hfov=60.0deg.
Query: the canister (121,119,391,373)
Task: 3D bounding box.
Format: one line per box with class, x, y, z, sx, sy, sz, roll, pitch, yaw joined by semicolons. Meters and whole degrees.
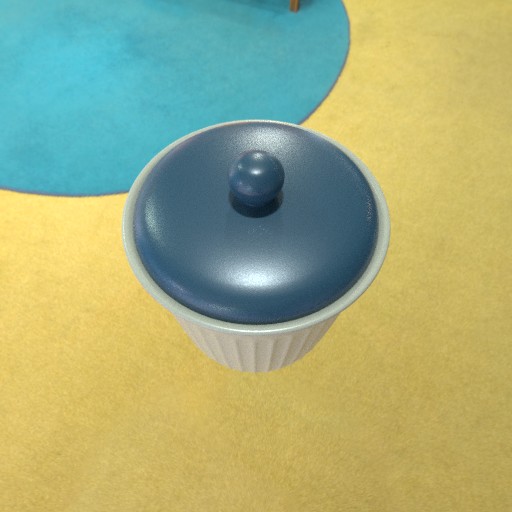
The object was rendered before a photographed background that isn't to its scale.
canister;0.000;0.000;0.351;0.181;0.211;0.181;0;58;0
